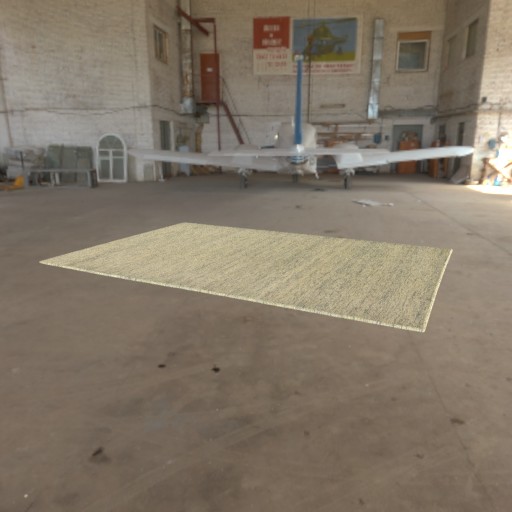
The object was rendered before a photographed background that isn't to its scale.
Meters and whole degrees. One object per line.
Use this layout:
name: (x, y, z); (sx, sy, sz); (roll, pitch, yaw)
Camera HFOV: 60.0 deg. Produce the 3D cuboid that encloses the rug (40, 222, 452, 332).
rug: (0.000, 0.000, 2.362); (1.846, 0.014, 1.243); (7, 16, 26)
